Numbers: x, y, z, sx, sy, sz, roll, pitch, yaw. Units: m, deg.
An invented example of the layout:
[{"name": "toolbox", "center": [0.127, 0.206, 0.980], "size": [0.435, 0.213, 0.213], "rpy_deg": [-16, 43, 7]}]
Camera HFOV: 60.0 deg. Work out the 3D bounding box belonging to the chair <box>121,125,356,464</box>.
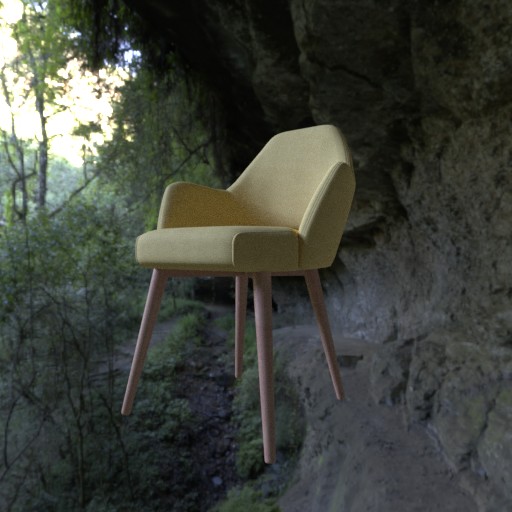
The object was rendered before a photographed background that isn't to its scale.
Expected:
[{"name": "chair", "center": [0.000, 0.000, 1.253], "size": [0.590, 0.840, 0.610], "rpy_deg": [1, 1, 36]}]
